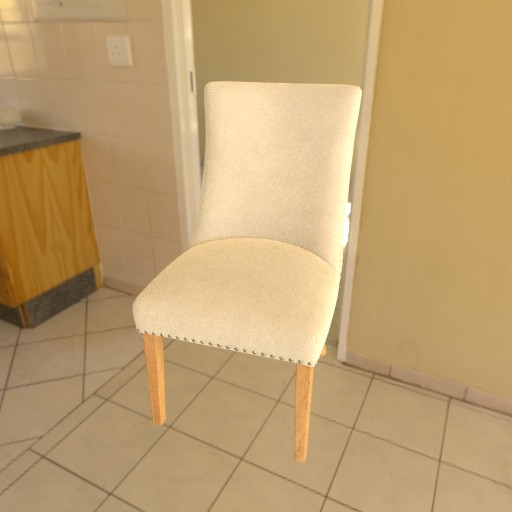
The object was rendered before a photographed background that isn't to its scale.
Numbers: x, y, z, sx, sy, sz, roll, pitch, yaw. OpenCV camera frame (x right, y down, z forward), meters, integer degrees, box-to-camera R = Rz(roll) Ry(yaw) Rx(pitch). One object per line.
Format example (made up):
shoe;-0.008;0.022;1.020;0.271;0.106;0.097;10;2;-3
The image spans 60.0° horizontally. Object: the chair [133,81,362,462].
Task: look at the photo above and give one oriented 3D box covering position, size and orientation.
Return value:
chair;0.000;0.000;1.291;0.495;0.902;0.610;8;27;15
